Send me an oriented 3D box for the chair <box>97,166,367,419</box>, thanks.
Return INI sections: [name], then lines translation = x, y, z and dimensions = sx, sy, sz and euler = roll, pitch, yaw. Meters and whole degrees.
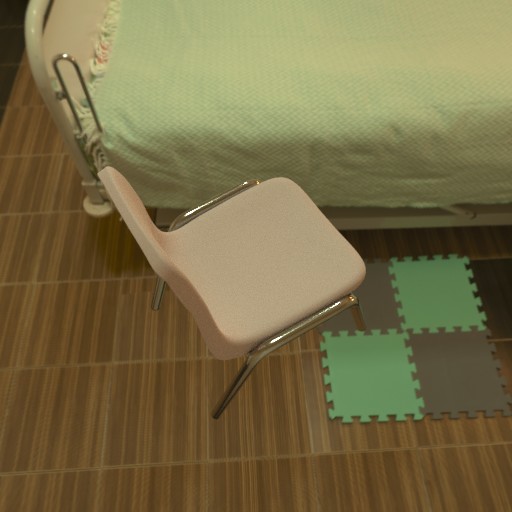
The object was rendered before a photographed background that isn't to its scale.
[chair]
translation = 0.000, 0.000, 0.852
dimensions = 0.423, 0.586, 0.354
euler = -29, 64, -16
